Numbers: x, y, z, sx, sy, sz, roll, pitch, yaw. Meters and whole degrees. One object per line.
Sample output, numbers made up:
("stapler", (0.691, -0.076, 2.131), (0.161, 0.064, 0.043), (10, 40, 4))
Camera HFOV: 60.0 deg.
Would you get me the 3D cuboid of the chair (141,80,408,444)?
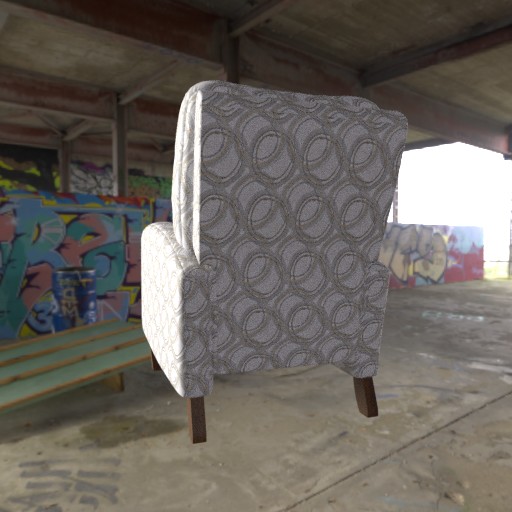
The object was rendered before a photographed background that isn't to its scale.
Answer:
("chair", (0.000, 0.000, 1.712), (0.796, 1.065, 0.995), (-1, 3, -19))
